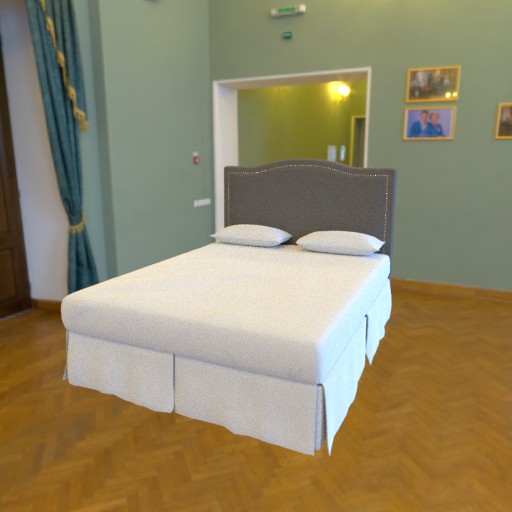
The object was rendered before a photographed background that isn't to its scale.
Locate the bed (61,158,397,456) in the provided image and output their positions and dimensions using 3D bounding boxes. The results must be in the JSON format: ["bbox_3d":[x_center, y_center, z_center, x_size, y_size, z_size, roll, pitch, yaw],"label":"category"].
[{"bbox_3d":[0.000,0.000,3.380,1.821,1.436,2.282,6,14,24],"label":"bed"}]
